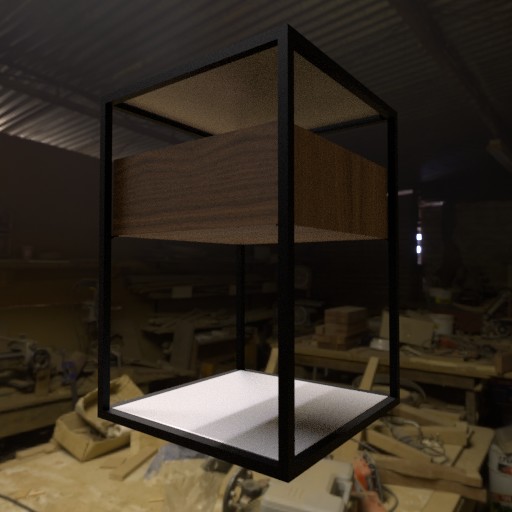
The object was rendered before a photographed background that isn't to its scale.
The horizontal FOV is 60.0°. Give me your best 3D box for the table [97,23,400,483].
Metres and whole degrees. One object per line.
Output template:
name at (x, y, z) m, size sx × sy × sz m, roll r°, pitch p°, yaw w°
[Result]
table at (0.000, 0.000, 0.784) m, size 0.378 × 0.540 × 0.378 m, roll -1°, pitch -2°, yaw 37°
